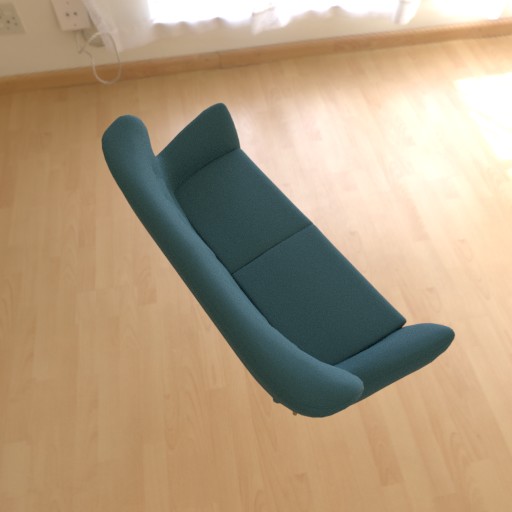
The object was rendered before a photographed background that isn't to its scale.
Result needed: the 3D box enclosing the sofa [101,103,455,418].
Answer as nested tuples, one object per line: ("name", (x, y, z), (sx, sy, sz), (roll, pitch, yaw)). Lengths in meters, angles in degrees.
("sofa", (0.000, 0.000, 2.396), (0.889, 0.890, 1.930), (-32, 64, -18))
